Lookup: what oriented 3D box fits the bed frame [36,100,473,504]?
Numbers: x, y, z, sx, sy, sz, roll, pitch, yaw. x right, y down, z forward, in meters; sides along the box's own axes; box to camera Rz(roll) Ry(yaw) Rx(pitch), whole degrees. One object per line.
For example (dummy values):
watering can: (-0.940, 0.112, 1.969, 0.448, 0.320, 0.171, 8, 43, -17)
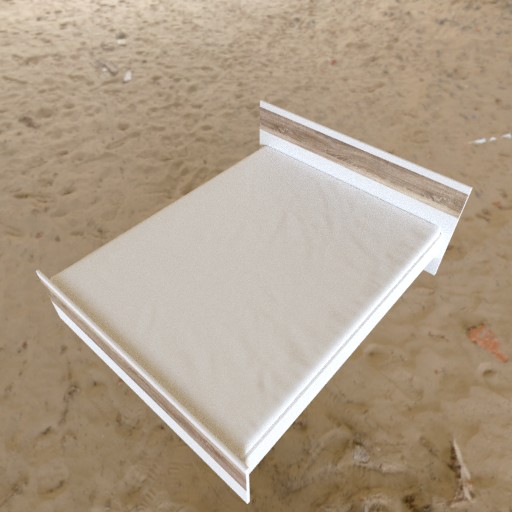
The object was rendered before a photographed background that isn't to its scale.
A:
bed frame: (0.000, 0.000, 2.861, 1.720, 0.800, 2.060, 32, 54, 28)
